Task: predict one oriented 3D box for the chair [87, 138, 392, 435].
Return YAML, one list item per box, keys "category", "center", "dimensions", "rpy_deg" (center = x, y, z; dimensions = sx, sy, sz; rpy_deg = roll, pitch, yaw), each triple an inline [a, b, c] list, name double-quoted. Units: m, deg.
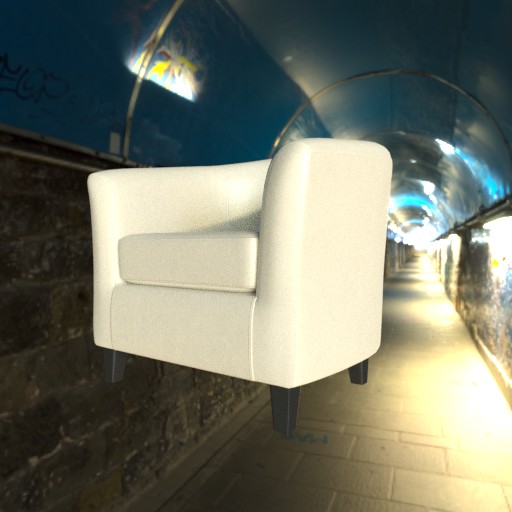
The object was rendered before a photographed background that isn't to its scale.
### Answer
- category: "chair"
  center: [0.000, 0.000, 1.415]
  dimensions: [0.792, 0.756, 0.727]
  rpy_deg: [1, 2, 36]
